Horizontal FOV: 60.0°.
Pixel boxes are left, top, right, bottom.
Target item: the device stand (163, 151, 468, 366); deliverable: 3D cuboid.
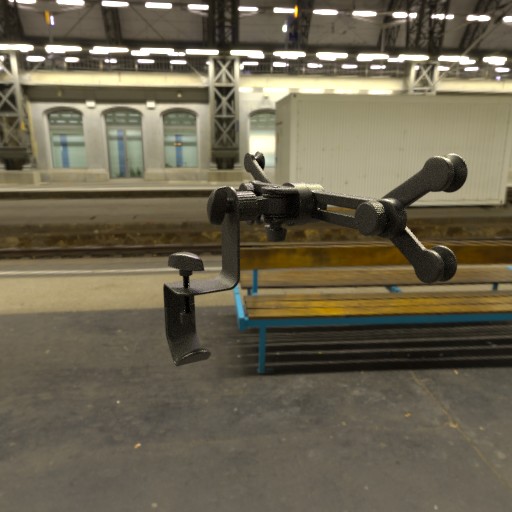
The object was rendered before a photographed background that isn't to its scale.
[{"bbox_3d":[0.000,0.000,0.364,0.142,0.166,0.270,-7,15,-27],"label":"device stand"}]
